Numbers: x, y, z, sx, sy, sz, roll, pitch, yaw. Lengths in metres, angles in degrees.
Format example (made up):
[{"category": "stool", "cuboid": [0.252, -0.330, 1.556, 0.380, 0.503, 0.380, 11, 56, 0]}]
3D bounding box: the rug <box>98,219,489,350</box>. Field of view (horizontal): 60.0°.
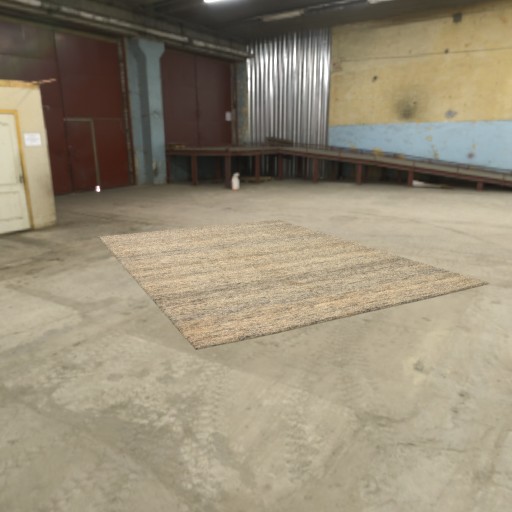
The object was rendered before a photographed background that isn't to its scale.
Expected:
[{"category": "rug", "cuboid": [0.000, 0.000, 4.266, 2.414, 0.036, 3.199, -8, 17, -27]}]
